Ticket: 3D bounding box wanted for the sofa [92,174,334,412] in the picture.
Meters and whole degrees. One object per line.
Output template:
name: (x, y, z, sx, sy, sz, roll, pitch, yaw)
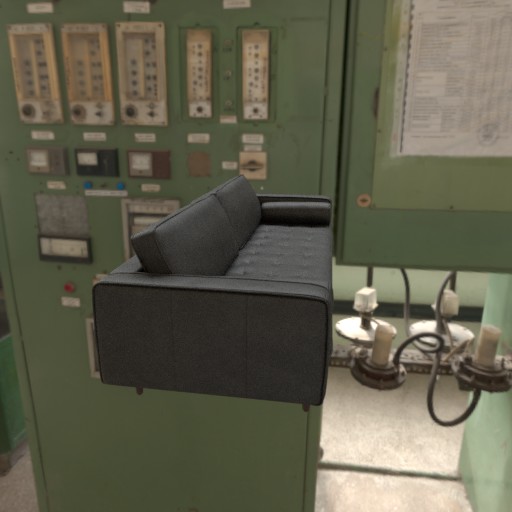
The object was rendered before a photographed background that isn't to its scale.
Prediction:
sofa: (0.000, 0.000, 2.650, 0.914, 0.762, 2.210, 3, 17, 9)
